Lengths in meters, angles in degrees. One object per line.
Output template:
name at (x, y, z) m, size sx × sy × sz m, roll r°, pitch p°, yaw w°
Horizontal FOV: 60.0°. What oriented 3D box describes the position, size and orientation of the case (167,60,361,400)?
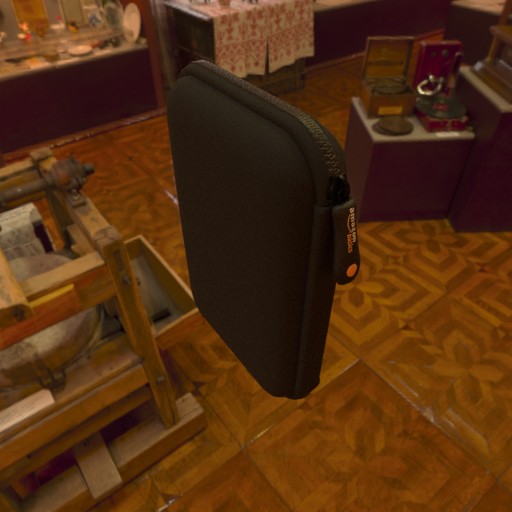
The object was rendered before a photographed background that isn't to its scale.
case at (0.000, 0.000, 0.196) m, size 0.030 × 0.147 × 0.107 m, roll -26°, pitch 48°, yaw -26°
